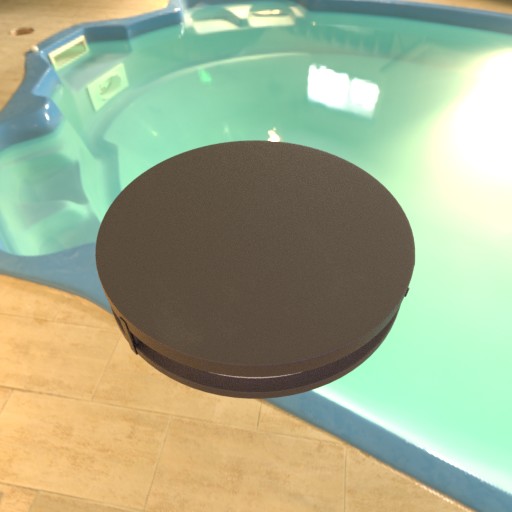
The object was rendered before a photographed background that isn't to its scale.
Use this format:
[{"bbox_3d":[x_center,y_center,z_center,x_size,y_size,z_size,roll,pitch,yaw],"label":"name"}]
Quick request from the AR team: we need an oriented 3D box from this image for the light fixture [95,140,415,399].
[{"bbox_3d":[0.000,0.000,0.541,0.356,0.102,0.356,0,47,0],"label":"light fixture"}]
